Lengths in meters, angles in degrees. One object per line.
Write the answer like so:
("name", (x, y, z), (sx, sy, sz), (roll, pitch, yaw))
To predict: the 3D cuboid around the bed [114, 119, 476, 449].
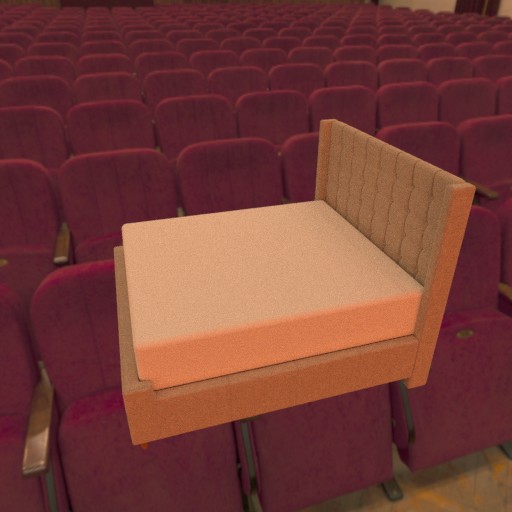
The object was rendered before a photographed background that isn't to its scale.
("bed", (0.000, 0.000, 3.792), (2.370, 1.743, 2.045), (-9, 30, -15))
